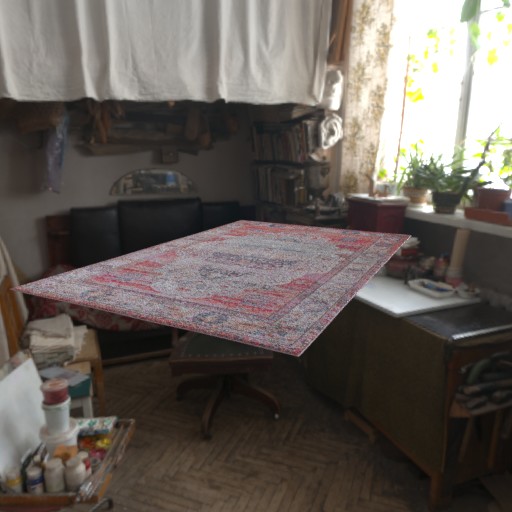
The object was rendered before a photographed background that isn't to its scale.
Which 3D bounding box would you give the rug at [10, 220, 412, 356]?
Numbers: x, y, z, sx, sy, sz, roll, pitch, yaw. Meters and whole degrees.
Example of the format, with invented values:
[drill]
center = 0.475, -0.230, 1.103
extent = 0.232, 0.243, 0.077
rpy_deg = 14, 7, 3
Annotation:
[rug]
center = 0.000, 0.000, 2.239
extent = 1.219, 0.006, 1.829
rpy_deg = 7, 16, 27
